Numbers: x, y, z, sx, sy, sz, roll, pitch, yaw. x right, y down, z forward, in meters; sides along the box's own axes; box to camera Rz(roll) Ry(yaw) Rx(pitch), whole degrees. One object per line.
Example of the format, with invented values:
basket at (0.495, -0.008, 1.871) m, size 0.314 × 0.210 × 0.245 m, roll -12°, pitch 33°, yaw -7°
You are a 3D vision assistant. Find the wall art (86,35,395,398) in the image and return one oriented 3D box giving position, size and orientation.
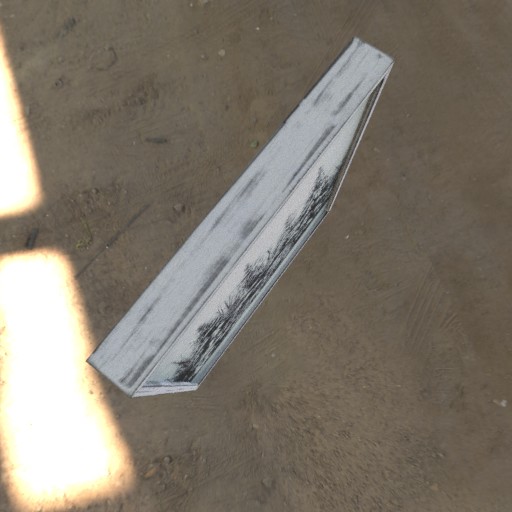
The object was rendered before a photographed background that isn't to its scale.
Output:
wall art at (0.000, 0.000, 0.449) m, size 0.036 × 0.303 × 0.303 m, roll 36°, pitch 77°, yaw 9°
